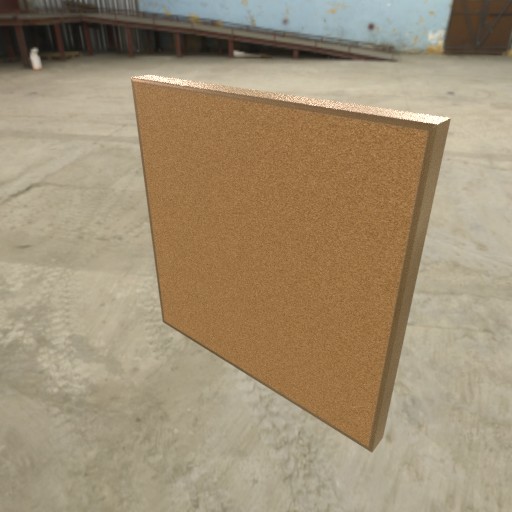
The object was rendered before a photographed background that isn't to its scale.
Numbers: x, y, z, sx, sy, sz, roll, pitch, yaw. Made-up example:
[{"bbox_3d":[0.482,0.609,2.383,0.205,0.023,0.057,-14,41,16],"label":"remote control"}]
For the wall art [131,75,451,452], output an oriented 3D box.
[{"bbox_3d":[0.000,0.000,0.730,0.513,0.511,0.038,23,37,34],"label":"wall art"}]
